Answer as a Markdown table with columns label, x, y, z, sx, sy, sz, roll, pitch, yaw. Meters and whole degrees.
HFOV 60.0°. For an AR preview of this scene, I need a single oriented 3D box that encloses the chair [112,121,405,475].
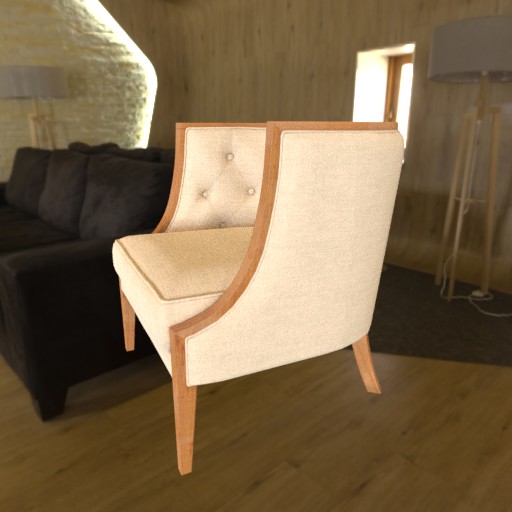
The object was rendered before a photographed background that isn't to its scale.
| label | x | y | z | sx | sy | sz | roll | pitch | yaw |
| --- | --- | --- | --- | --- | --- | --- | --- | --- | --- |
| chair | 0.000 | 0.000 | 1.343 | 0.757 | 0.775 | 0.711 | -8 | 18 | -25 |
